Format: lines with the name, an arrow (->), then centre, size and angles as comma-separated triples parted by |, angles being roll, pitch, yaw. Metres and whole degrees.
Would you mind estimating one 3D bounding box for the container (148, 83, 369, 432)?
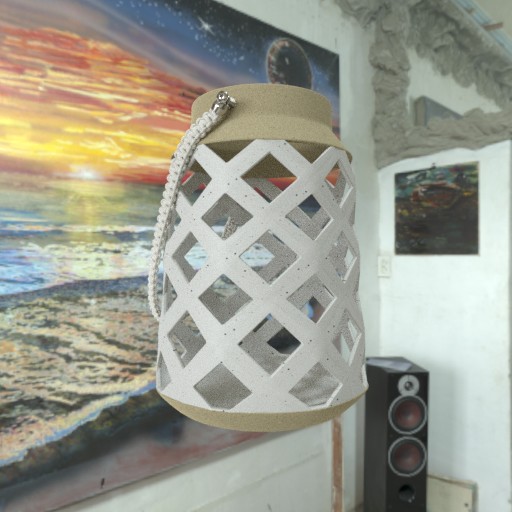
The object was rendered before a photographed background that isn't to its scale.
container -> 0.000, 0.000, 0.349 | 0.172, 0.229, 0.163 | 0, 0, 19
